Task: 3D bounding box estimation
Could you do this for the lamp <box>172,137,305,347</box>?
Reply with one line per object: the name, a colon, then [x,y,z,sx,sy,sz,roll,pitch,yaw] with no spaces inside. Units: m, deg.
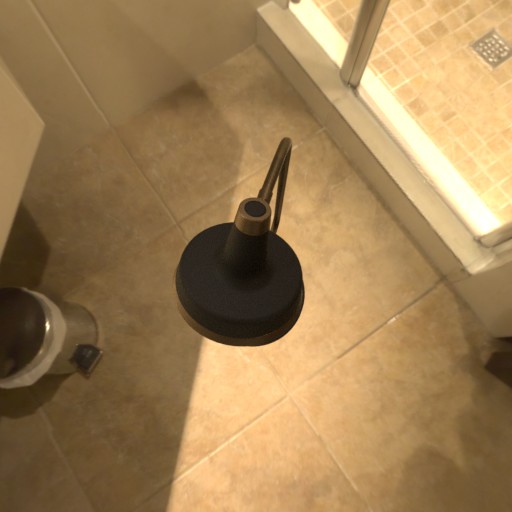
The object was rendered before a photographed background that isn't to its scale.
lamp: [0.000,0.000,0.514,0.162,0.385,0.218,18,77,4]
